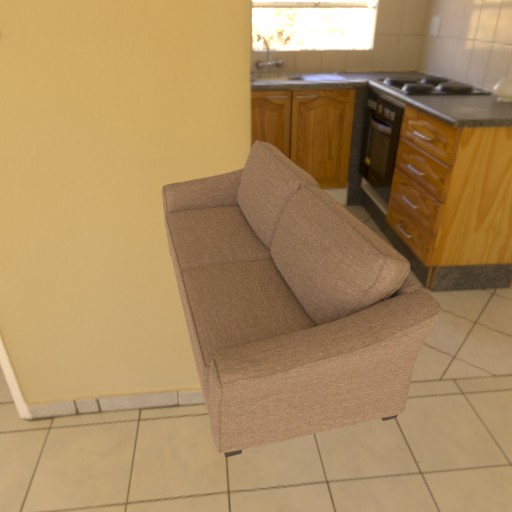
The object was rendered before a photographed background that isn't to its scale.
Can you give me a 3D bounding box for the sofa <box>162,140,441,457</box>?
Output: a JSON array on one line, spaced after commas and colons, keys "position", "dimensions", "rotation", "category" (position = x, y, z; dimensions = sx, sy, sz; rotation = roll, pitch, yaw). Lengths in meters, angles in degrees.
[{"position": [0.000, 0.000, 2.772], "dimensions": [0.980, 0.965, 2.270], "rotation": [-8, 30, -14], "category": "sofa"}]
